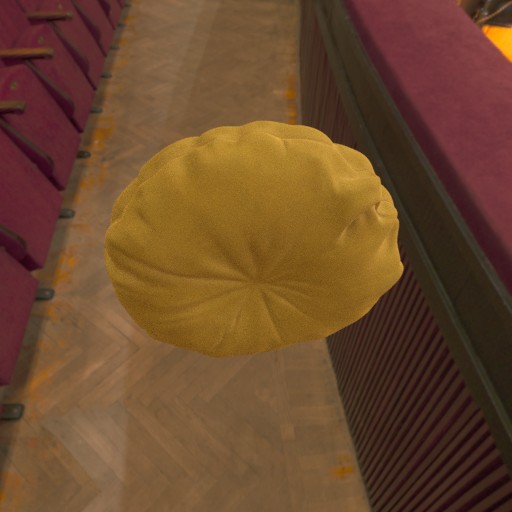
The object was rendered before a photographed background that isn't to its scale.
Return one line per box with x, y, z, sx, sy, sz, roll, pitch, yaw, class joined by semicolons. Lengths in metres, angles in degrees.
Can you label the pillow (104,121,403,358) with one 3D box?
0.000;0.000;0.648;0.428;0.407;0.148;-4;47;-4;pillow
